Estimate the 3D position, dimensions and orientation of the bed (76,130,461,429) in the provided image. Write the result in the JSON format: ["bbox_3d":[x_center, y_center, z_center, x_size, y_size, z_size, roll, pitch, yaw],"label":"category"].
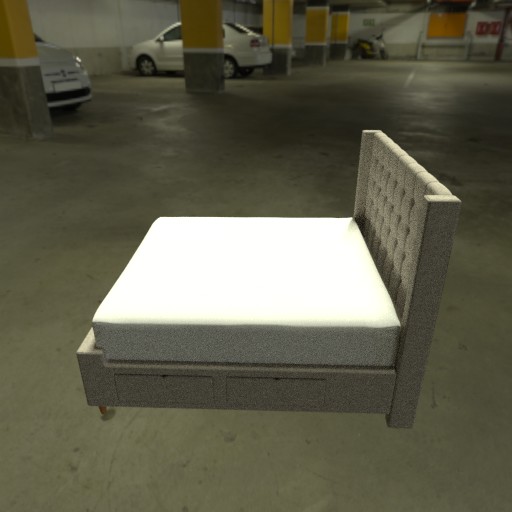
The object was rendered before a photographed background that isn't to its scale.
[{"bbox_3d":[0.000,0.000,3.759,2.372,1.748,2.044,1,26,2],"label":"bed"}]
